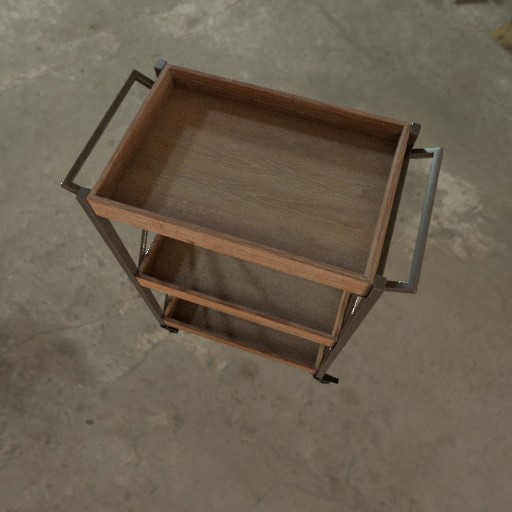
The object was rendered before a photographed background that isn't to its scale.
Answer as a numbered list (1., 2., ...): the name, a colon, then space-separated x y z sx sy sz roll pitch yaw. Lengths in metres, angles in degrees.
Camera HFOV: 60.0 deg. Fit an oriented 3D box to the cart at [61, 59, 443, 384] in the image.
1. cart: 0.000 0.000 1.204 0.673 0.835 0.377 17 66 8
